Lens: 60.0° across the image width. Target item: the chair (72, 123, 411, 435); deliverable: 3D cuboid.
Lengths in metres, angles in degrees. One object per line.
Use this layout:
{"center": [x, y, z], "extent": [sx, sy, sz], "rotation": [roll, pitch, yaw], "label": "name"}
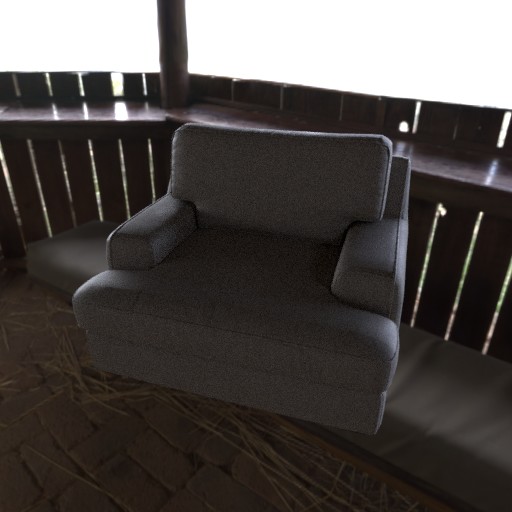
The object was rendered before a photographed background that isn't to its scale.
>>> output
{"center": [0.000, 0.000, 1.967], "extent": [1.270, 0.974, 1.043], "rotation": [8, 29, 16], "label": "chair"}
